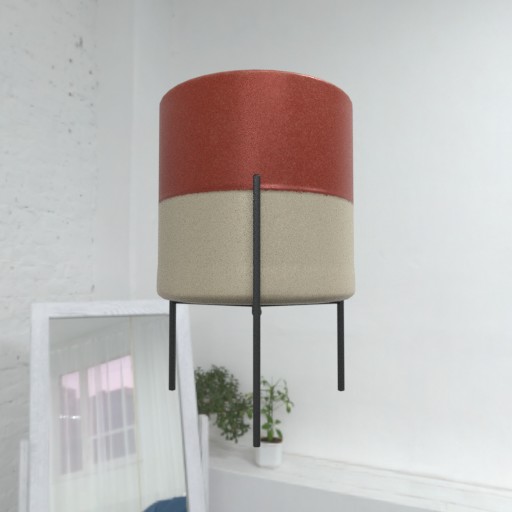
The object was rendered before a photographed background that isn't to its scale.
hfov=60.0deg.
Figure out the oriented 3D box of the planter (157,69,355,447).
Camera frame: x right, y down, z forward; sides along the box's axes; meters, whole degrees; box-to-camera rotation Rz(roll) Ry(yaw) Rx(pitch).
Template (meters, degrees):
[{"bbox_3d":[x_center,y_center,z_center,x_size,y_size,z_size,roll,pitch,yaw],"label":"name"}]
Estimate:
[{"bbox_3d":[0.000,0.000,0.529,0.235,0.354,0.251,0,-2,0],"label":"planter"}]
